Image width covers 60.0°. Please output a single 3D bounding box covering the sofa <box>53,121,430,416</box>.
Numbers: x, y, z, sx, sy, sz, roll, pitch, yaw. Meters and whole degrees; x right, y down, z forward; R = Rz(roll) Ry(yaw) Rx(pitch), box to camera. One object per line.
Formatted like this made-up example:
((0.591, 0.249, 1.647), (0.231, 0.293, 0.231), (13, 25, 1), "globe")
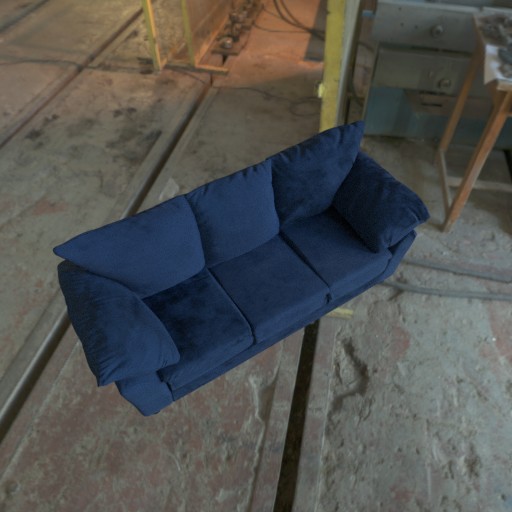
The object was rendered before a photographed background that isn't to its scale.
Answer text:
((0.000, 0.000, 2.951), (2.390, 1.091, 0.907), (-26, 53, -22), "sofa")
